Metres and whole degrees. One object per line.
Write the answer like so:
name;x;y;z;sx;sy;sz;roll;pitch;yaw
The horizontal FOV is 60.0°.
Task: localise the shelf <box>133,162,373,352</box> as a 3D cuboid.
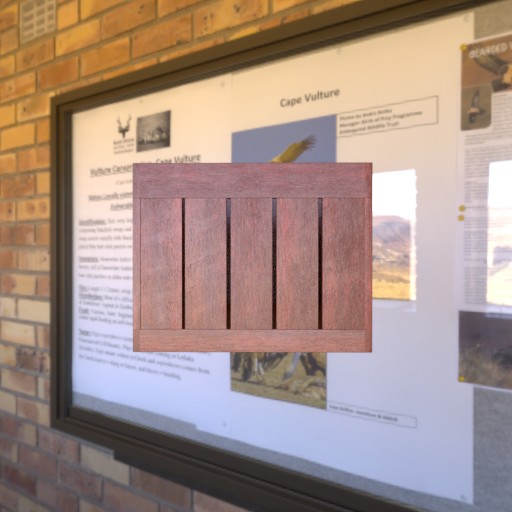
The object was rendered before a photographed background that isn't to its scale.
shelf;0.000;0.000;1.259;0.393;0.311;1.064;0;0;1
